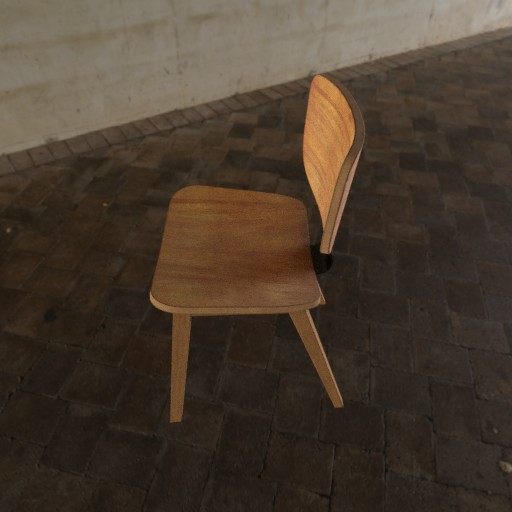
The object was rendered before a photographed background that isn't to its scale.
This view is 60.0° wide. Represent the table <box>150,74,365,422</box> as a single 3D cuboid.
[{"bbox_3d":[0.000,0.000,1.167,0.500,0.805,0.499,-1,42,-1],"label":"table"}]
